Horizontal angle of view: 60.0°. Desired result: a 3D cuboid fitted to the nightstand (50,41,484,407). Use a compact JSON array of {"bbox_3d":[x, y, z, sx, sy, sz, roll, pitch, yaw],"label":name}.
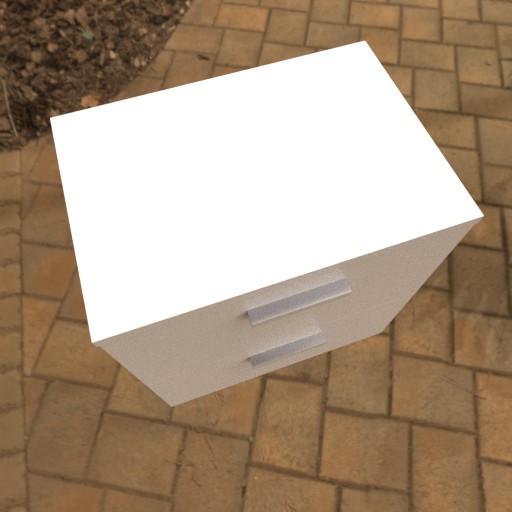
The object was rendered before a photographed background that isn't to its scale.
[{"bbox_3d":[0.000,0.000,0.733,0.441,0.460,0.325,-17,65,-8],"label":"nightstand"}]
